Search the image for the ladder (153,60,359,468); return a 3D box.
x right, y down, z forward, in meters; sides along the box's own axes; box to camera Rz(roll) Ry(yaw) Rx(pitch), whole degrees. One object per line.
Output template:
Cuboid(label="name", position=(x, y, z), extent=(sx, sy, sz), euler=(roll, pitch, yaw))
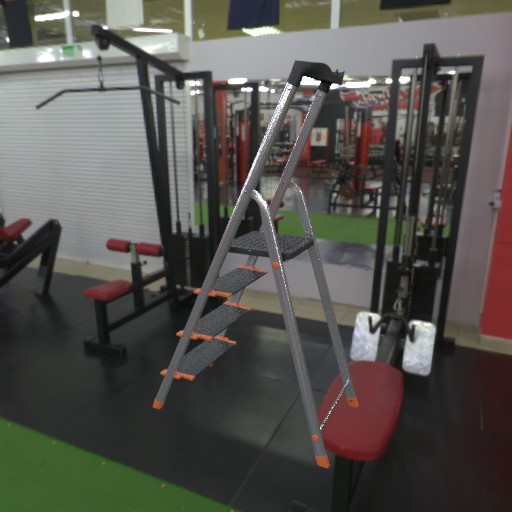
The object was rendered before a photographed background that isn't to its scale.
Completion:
Cuboid(label="ladder", position=(0.000, 0.000, 1.833), extent=(0.834, 1.429, 0.452), euler=(8, 18, 26))
